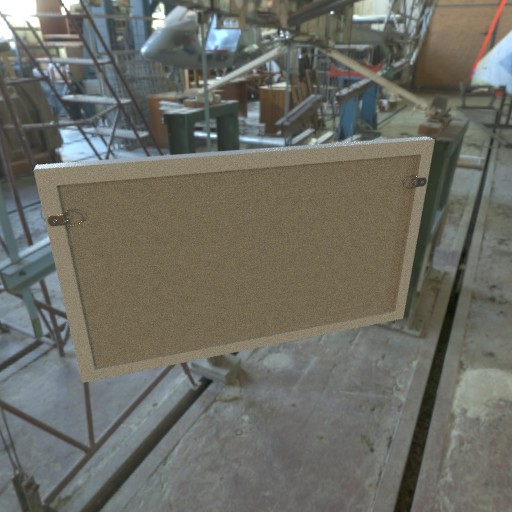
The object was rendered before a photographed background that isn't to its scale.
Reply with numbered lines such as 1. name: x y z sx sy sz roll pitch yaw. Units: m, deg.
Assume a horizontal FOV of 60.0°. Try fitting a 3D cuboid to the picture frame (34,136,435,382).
1. picture frame: 0.000 0.000 0.791 0.647 0.379 0.044 -8 28 -16
